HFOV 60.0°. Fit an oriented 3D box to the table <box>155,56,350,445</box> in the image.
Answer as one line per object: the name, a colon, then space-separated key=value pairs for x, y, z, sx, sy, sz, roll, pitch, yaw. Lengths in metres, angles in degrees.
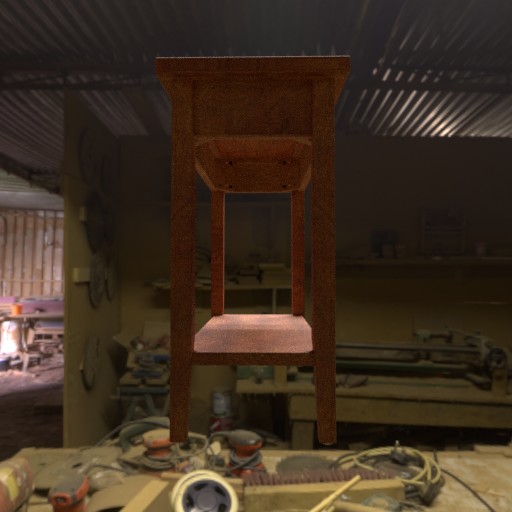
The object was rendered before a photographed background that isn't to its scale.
table: x=0.000 y=0.000 z=0.988 sx=0.305 sy=0.610 sz=0.610 roll=0 pitch=-1 yaw=1
